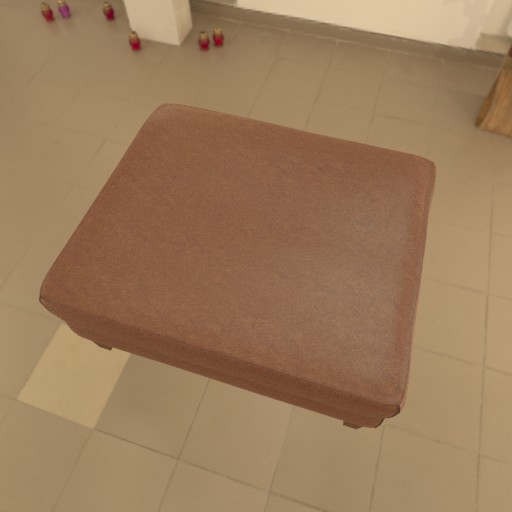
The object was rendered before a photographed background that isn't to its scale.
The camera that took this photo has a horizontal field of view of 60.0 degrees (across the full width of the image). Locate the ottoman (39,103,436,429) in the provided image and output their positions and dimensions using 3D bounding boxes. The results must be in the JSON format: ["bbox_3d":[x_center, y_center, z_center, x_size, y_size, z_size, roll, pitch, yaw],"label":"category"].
[{"bbox_3d":[0.000,0.000,1.446,0.987,0.472,0.836,15,59,9],"label":"ottoman"}]
